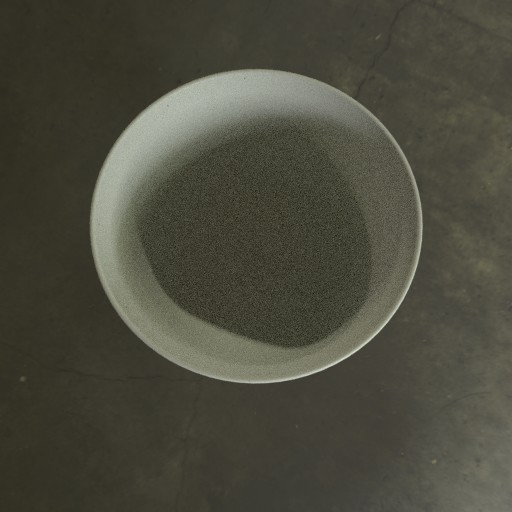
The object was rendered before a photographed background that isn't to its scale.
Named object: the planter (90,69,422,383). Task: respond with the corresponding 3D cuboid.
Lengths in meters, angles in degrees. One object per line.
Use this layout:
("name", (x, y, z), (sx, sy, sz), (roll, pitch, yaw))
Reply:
("planter", (0.000, 0.000, 0.374), (0.204, 0.214, 0.204), (0, 75, 0))
